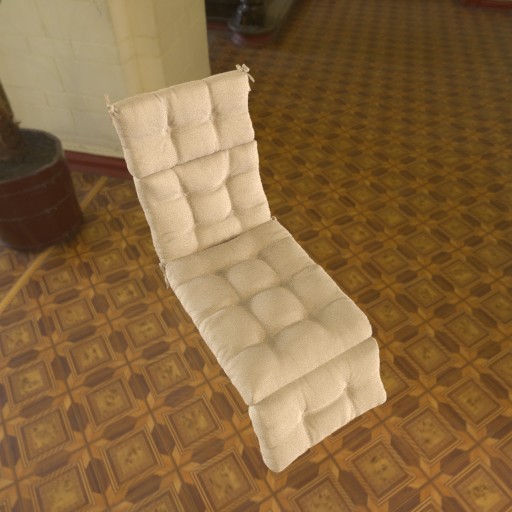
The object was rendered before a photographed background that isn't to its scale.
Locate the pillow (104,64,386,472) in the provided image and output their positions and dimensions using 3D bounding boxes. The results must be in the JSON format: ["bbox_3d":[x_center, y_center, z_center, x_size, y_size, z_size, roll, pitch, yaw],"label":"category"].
[{"bbox_3d":[0.000,0.000,1.469,0.526,0.863,1.016,-24,51,-21],"label":"pillow"}]
